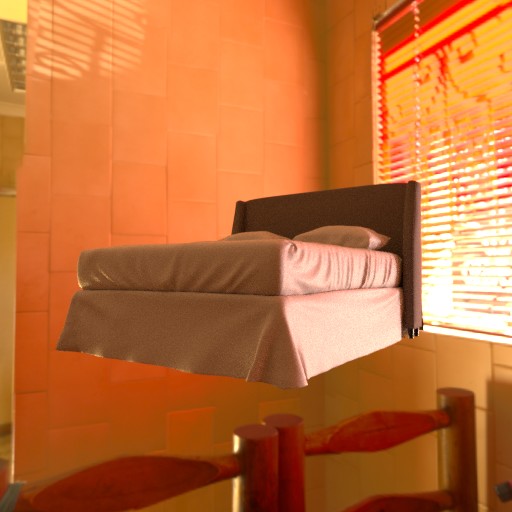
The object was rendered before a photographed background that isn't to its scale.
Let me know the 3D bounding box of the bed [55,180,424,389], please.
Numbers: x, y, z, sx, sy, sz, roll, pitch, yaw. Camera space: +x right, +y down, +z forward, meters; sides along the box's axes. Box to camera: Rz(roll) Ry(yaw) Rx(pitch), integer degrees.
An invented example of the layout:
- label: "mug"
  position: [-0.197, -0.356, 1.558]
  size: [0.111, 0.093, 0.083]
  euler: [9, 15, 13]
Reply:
- label: "bed"
  position: [0.000, 0.000, 3.399]
  size: [1.925, 1.332, 2.276]
  euler: [-2, -3, 35]
